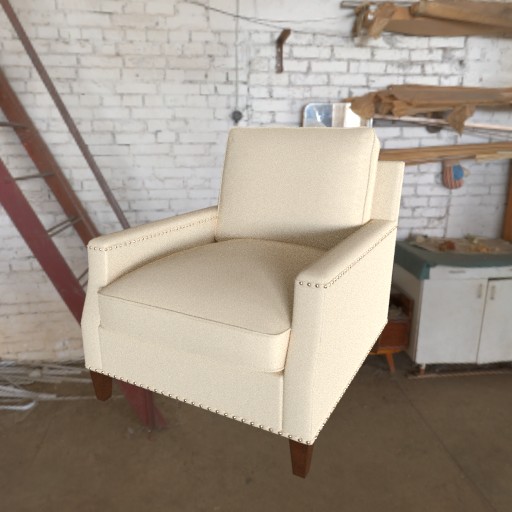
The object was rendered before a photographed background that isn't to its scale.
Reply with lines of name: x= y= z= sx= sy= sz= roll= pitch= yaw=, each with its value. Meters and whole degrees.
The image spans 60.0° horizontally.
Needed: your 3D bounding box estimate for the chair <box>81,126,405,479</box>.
chair: x=0.000 y=0.000 z=1.663 sx=0.853 sy=0.943 sz=1.014 roll=8 pitch=18 yaw=27
